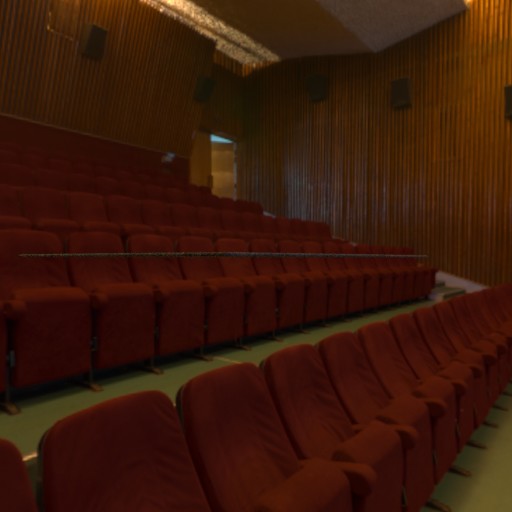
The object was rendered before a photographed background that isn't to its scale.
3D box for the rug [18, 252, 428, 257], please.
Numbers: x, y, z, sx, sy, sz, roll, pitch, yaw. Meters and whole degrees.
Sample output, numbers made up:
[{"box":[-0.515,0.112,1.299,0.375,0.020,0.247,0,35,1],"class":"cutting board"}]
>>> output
[{"box":[0.000,0.000,2.178,1.139,0.010,1.754,0,0,37],"class":"rug"}]
